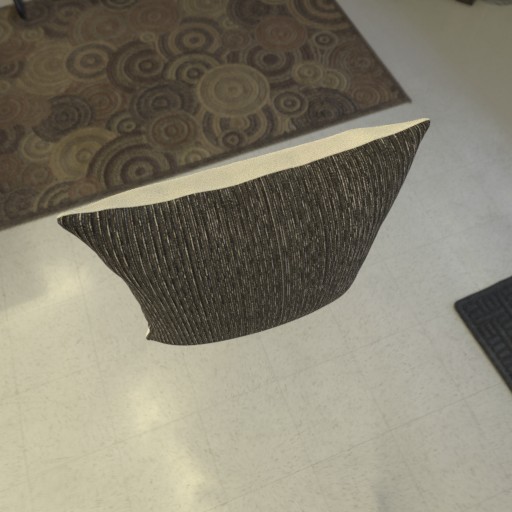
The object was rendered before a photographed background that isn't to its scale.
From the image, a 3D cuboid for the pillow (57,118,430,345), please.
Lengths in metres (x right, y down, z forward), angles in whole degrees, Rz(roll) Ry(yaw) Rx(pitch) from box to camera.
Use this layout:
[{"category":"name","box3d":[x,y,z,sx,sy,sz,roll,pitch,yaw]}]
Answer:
[{"category":"pillow","box3d":[0.000,0.000,0.675,0.433,0.434,0.196,-17,64,-8]}]
